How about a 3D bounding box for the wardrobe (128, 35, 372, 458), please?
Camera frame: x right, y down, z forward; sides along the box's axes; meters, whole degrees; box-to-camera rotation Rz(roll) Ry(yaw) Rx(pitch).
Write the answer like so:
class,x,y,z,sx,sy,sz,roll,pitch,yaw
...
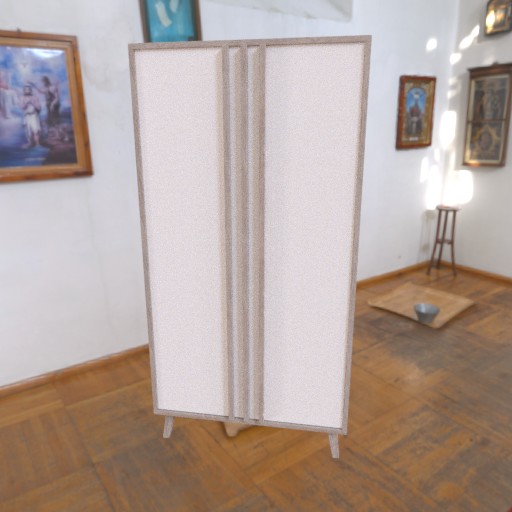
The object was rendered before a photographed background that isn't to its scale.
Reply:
class,x,y,z,sx,sy,sz,roll,pitch,yaw
wardrobe,0.000,0.000,2.309,1.000,1.960,0.600,3,16,9
